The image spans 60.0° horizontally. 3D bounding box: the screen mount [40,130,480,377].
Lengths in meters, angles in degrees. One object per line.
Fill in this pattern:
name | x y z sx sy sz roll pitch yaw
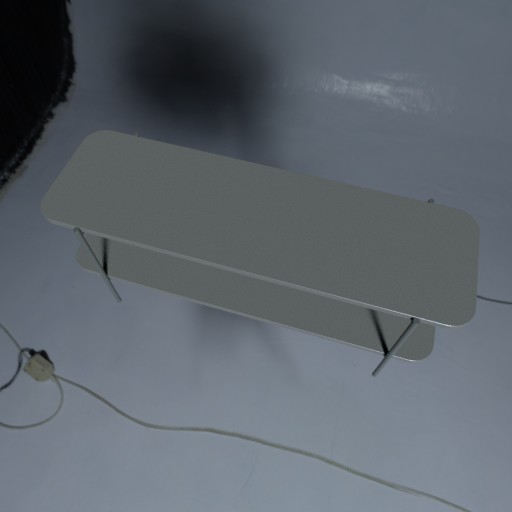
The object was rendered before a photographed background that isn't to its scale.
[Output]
screen mount | 0.000 0.000 1.426 1.200 0.447 0.400 15 60 9
